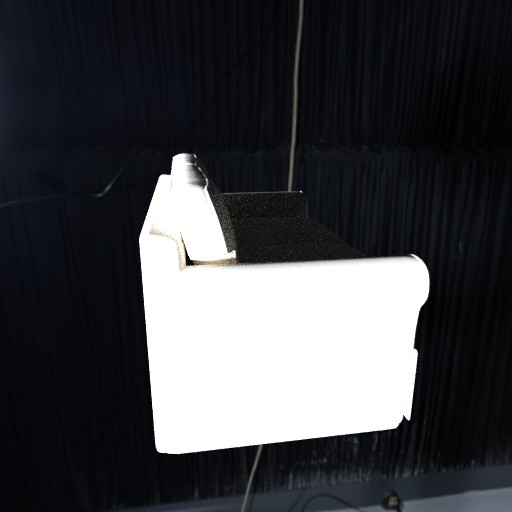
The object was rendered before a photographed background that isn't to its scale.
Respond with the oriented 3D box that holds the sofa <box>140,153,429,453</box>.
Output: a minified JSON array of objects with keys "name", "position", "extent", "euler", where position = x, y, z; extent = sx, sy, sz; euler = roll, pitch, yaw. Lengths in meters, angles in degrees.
[{"name":"sofa","position":[0.000,0.000,2.273],"extent":[0.991,0.940,1.727],"euler":[-3,17,-9]}]
